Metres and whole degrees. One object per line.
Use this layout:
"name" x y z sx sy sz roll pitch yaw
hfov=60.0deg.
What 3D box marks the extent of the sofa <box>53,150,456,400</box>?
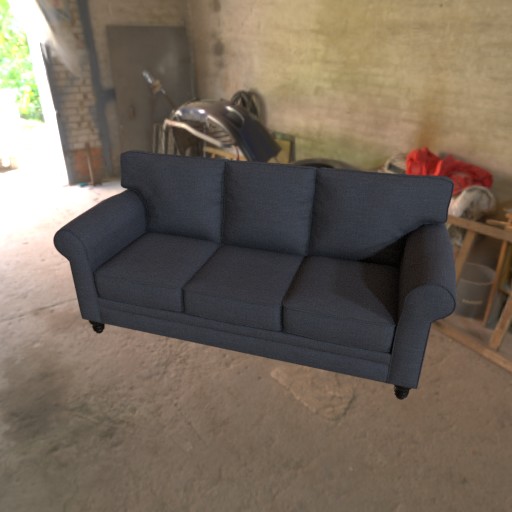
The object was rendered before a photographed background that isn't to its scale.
"sofa" 0.000 0.000 2.582 2.084 0.966 0.909 8 28 16
